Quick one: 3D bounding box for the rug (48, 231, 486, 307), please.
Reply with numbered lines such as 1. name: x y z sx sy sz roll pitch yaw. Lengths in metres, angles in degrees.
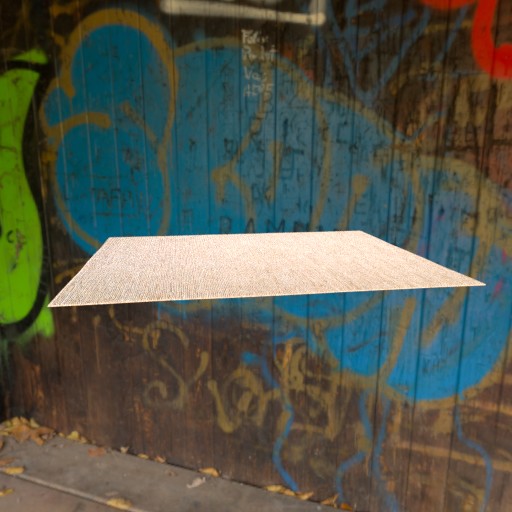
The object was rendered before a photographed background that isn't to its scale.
1. rug: 0.000 0.000 4.172 3.034 0.012 2.406 -2 13 -9
